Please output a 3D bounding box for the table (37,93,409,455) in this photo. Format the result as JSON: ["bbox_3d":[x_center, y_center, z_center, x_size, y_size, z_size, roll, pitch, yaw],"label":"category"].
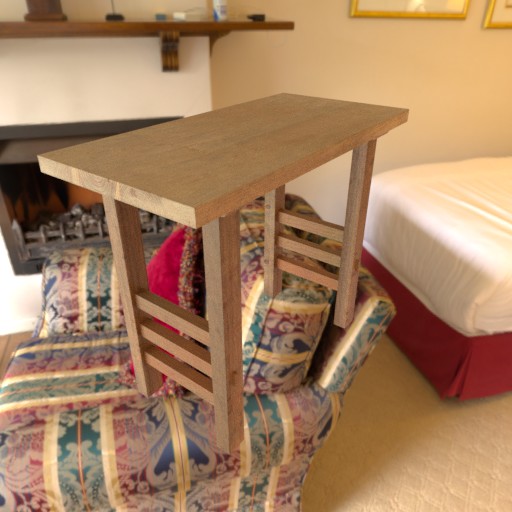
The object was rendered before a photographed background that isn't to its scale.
[{"bbox_3d":[0.000,0.000,1.599,0.556,0.914,1.119,21,36,32],"label":"table"}]
